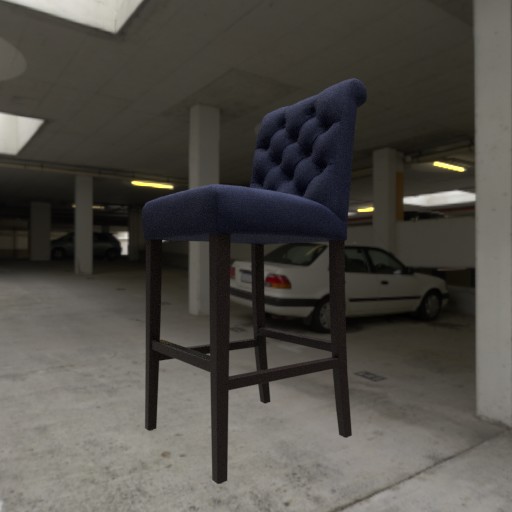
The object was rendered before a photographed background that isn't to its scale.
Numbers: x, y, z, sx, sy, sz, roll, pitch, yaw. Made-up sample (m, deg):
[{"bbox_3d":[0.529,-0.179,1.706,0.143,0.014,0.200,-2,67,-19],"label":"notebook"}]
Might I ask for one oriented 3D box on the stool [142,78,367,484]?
[{"bbox_3d":[0.000,0.000,1.449,0.601,1.140,0.493,0,-1,-37],"label":"stool"}]
